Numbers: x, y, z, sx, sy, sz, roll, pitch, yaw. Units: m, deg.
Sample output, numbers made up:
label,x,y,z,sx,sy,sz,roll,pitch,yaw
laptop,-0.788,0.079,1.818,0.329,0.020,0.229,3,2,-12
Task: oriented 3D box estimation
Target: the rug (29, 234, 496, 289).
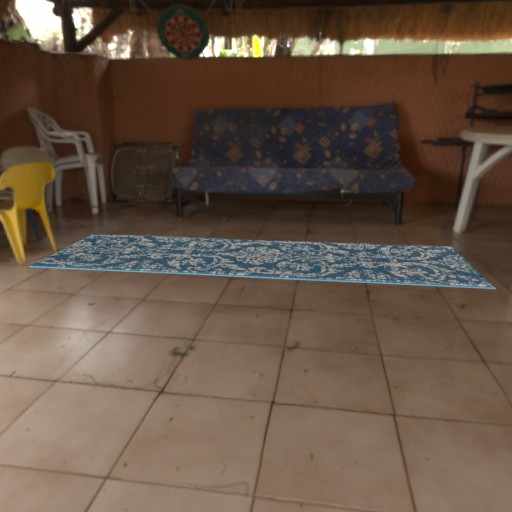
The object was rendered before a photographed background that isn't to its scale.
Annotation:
label,x,y,z,sx,sy,sz,roll,pitch,yaw
rug,0.000,0.000,2.376,2.196,0.011,0.662,2,17,8
